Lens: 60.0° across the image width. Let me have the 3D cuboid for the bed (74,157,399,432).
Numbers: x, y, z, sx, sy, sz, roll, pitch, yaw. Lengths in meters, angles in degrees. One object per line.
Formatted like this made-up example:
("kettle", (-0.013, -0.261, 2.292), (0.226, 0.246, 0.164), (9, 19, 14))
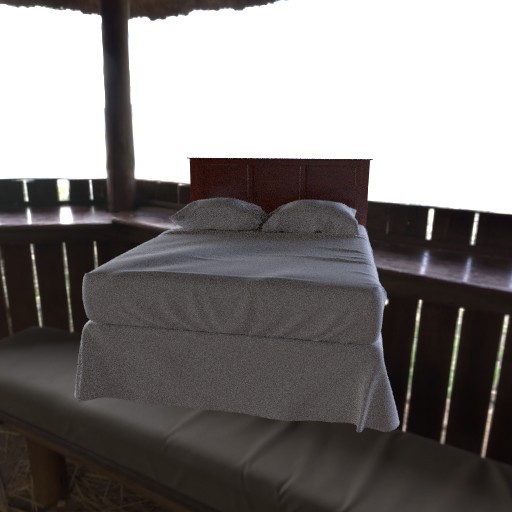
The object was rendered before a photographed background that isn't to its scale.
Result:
("bed", (0.000, 0.000, 3.126), (1.870, 1.270, 2.050), (3, 15, 10))
